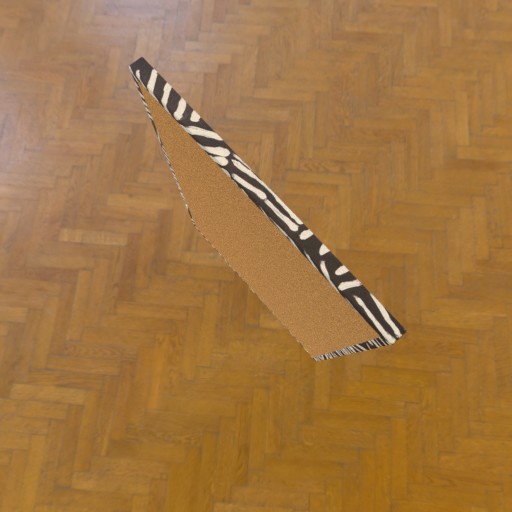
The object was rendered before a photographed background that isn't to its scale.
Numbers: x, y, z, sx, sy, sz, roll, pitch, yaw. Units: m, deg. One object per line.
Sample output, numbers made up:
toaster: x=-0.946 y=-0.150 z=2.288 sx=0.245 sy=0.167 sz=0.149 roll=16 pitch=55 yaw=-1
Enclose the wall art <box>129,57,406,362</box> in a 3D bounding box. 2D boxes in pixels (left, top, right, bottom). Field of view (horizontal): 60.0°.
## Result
wall art: x=0.000 y=0.000 z=1.343 sx=0.038 sy=1.017 sz=0.765 roll=-41 pitch=79 yaw=-10
